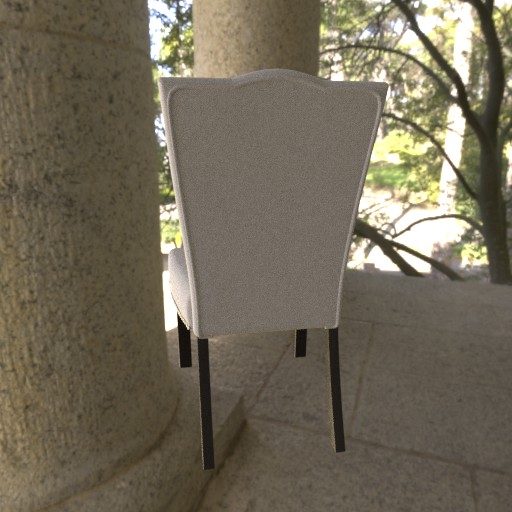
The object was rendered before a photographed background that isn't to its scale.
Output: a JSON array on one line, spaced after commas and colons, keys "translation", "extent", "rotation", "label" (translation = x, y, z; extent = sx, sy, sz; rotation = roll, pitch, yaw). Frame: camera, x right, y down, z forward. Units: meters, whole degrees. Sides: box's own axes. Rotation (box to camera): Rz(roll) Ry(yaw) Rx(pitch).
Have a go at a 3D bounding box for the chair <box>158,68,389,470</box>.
[{"translation": [0.000, 0.000, 1.289], "extent": [0.518, 0.946, 0.589], "rotation": [-3, 16, -10], "label": "chair"}]
